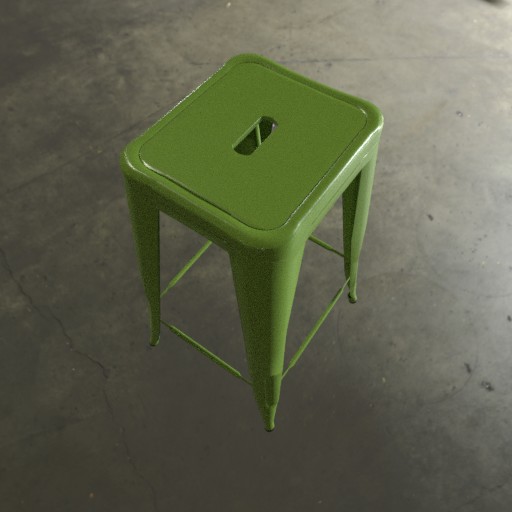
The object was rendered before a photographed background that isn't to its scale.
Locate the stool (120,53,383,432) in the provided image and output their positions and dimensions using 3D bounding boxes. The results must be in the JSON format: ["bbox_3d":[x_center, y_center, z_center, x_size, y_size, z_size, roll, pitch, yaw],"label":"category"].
[{"bbox_3d":[0.000,0.000,0.836,0.358,0.609,0.398,31,63,18],"label":"stool"}]
